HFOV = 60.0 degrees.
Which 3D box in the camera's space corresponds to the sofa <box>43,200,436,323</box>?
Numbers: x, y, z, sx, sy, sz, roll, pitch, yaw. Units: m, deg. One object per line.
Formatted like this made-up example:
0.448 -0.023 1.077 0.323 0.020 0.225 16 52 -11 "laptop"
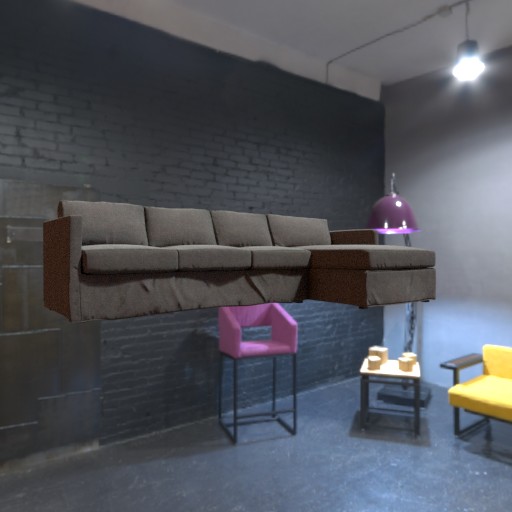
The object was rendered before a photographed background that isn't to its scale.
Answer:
0.000 0.000 3.949 3.205 0.922 1.650 0 0 -36 "sofa"
